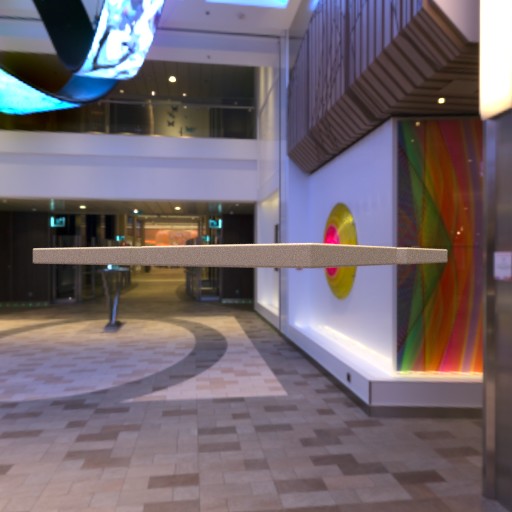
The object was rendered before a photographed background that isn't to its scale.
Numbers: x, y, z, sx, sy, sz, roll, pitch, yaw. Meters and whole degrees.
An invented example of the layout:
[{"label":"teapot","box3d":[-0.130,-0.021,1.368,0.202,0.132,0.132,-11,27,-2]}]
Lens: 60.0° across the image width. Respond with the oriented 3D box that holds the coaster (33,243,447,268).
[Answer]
[{"label":"coaster","box3d":[0.000,0.000,0.324,0.214,0.010,0.219,0,0,36]}]
